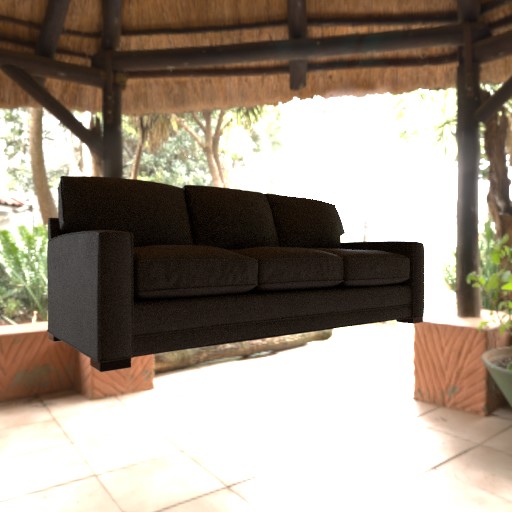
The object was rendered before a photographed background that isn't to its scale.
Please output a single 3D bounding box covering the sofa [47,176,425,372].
[{"bbox_3d":[0.000,0.000,2.932,2.369,0.978,1.004,0,0,-37],"label":"sofa"}]
